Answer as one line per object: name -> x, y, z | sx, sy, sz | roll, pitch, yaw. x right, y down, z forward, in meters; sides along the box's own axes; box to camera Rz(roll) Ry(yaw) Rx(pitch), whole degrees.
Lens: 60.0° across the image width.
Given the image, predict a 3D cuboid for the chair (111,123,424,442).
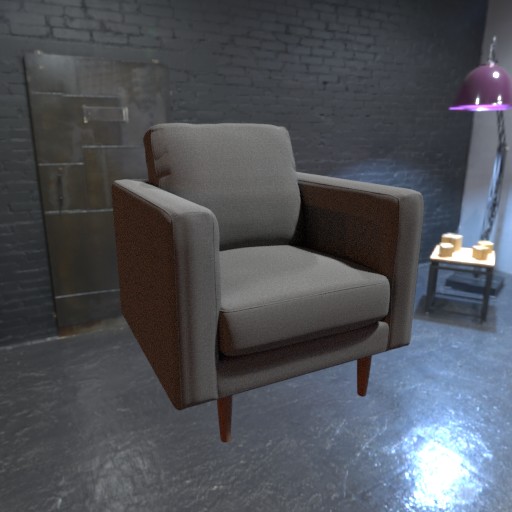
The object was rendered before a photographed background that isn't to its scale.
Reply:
chair -> 0.000, 0.000, 1.594 | 0.854, 0.927, 0.800 | -8, 17, -26
